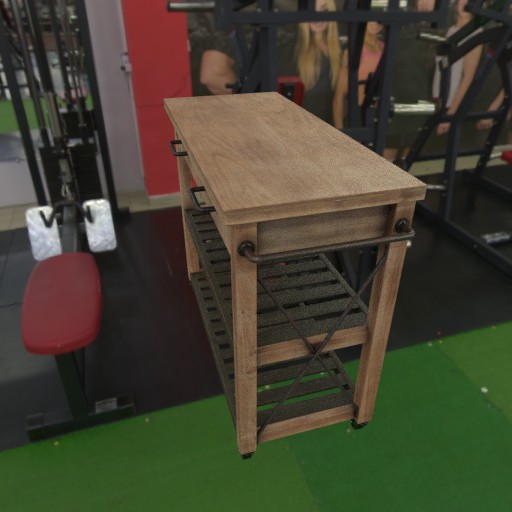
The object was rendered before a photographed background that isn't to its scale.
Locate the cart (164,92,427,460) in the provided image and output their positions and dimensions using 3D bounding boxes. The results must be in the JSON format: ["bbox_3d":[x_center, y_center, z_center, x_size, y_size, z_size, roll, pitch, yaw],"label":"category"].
[{"bbox_3d":[0.000,0.000,0.977,0.298,0.554,0.686,-9,32,-14],"label":"cart"}]
